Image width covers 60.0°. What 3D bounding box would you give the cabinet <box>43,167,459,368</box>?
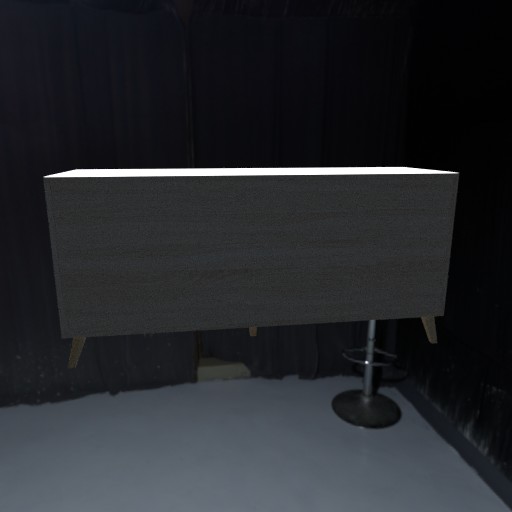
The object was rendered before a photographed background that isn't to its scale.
[{"bbox_3d":[0.000,0.000,2.075,1.649,0.780,0.500,-2,14,-8],"label":"cabinet"}]
